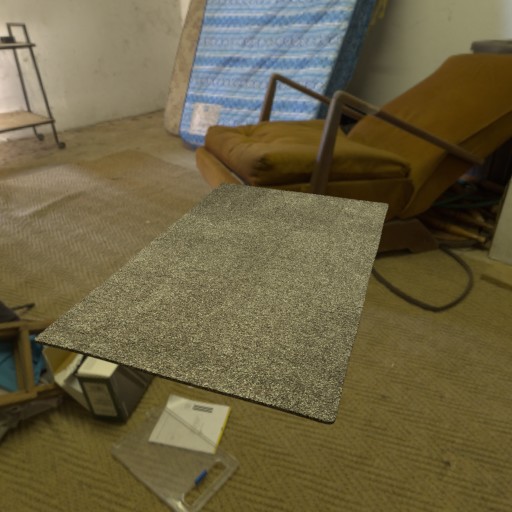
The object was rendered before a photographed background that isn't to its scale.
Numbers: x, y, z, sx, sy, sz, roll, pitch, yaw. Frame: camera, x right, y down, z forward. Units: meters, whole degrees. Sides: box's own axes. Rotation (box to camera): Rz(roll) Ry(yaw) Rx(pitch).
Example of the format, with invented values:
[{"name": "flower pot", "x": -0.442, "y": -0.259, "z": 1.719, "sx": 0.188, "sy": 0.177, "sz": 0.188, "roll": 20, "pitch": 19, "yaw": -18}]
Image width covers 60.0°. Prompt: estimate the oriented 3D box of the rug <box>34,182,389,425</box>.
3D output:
[{"name": "rug", "x": 0.000, "y": 0.000, "z": 2.939, "sx": 1.501, "sy": 0.025, "sz": 2.352, "roll": 10, "pitch": 31, "yaw": 17}]
